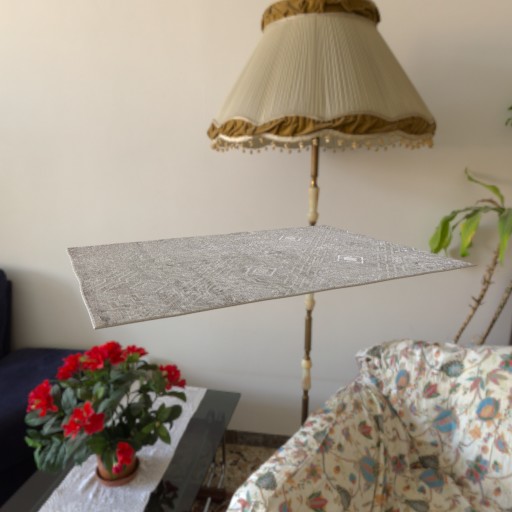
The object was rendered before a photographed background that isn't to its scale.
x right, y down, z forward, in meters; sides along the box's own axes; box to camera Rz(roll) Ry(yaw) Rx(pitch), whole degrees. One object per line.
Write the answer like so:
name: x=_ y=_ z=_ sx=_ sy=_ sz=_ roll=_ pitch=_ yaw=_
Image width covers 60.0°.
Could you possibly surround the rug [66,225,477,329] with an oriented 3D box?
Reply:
rug: x=0.000 y=0.000 z=4.419 sx=3.359 sy=0.020 sz=2.448 roll=-7 pitch=15 yaw=-25
